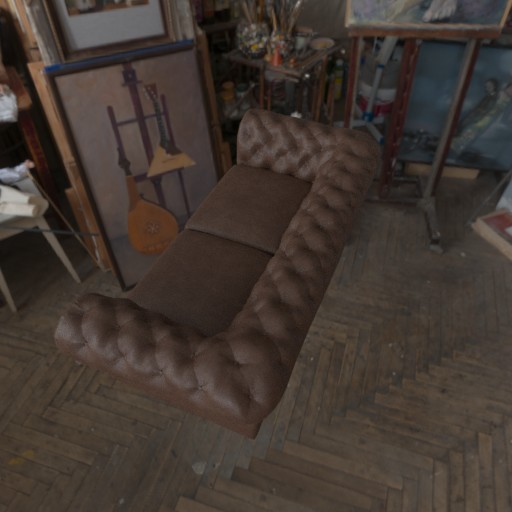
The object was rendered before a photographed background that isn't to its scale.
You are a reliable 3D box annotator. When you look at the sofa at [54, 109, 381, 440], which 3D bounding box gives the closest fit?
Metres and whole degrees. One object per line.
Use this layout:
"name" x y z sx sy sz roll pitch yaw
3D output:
"sofa" 0.000 0.000 2.512 0.955 0.784 2.048 17 48 16
